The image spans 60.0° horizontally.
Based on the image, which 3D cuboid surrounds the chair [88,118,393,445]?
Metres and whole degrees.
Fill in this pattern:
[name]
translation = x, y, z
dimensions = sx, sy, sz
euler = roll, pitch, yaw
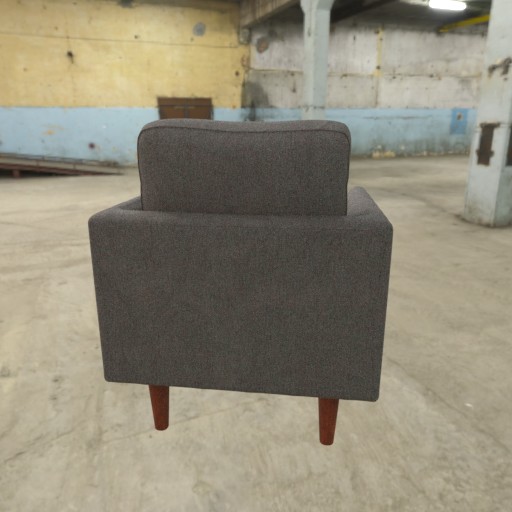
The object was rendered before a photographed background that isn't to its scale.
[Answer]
[chair]
translation = 0.000, 0.000, 1.631
dimensions = 0.858, 0.957, 0.899
euler = 2, 16, 7
